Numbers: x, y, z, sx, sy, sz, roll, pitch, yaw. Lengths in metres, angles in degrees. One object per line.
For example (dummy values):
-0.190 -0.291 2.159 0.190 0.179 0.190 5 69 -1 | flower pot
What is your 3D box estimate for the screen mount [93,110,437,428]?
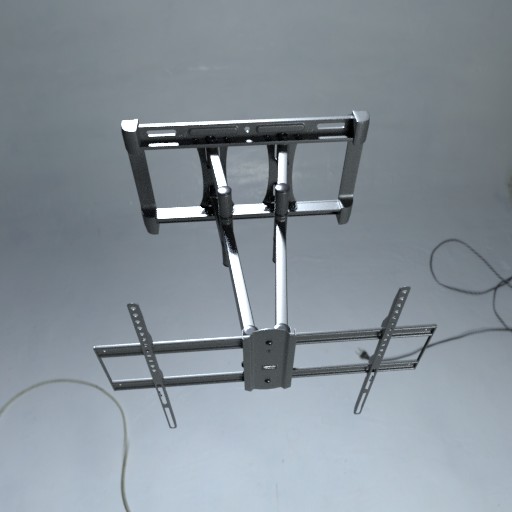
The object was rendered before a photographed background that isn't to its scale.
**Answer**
0.000 0.000 1.111 0.661 0.491 0.644 -3 47 -3 | screen mount
